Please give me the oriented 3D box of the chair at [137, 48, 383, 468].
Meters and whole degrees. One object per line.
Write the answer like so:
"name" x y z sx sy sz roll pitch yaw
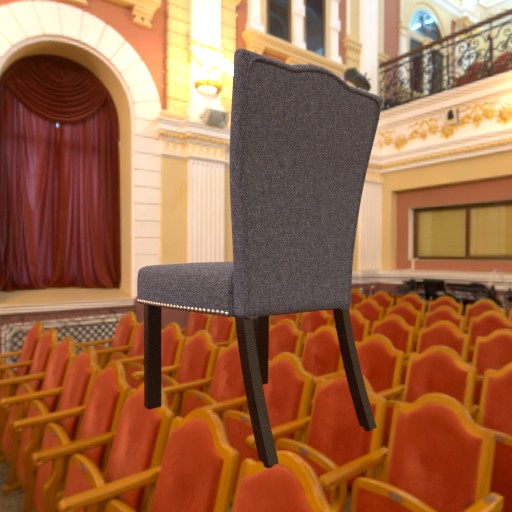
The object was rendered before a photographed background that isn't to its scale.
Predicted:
"chair" 0.000 0.000 1.319 0.518 0.946 0.589 0 0 -37
